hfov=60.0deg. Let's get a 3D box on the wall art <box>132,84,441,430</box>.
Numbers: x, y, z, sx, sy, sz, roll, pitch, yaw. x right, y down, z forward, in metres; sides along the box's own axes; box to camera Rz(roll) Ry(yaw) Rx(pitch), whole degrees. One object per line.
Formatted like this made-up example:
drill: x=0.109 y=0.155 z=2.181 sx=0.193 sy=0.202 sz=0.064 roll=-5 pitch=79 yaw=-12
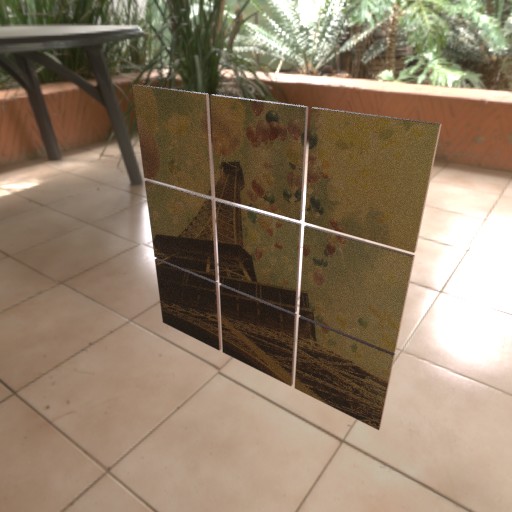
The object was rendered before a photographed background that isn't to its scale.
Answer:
wall art: x=0.000 y=0.000 z=1.852 sx=1.256 sy=1.246 sz=0.017 roll=19 pitch=34 yaw=30
